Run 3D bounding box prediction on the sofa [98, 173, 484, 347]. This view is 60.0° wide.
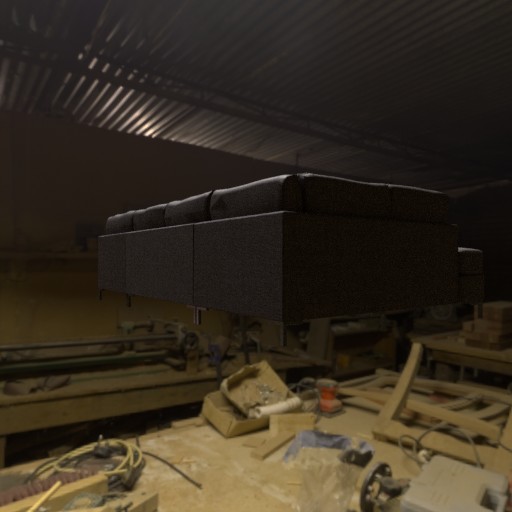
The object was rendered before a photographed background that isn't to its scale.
[{"bbox_3d":[0.000,0.000,4.310,2.048,0.999,3.423,0,0,-36],"label":"sofa"}]
